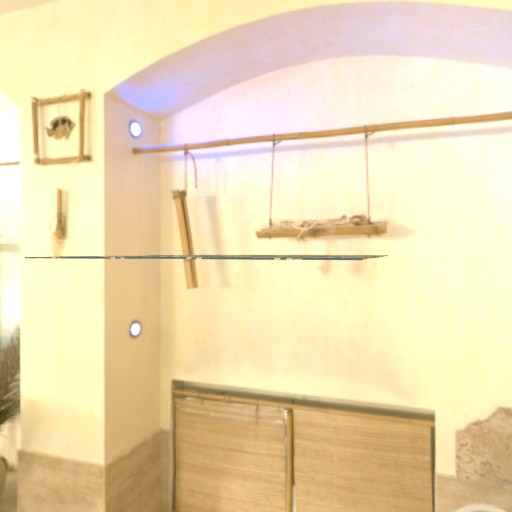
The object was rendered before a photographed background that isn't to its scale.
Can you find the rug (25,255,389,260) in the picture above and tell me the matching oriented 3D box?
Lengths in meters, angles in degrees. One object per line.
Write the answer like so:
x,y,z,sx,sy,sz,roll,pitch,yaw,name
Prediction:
0.000,0.000,2.776,1.524,0.013,2.135,0,0,19,rug
